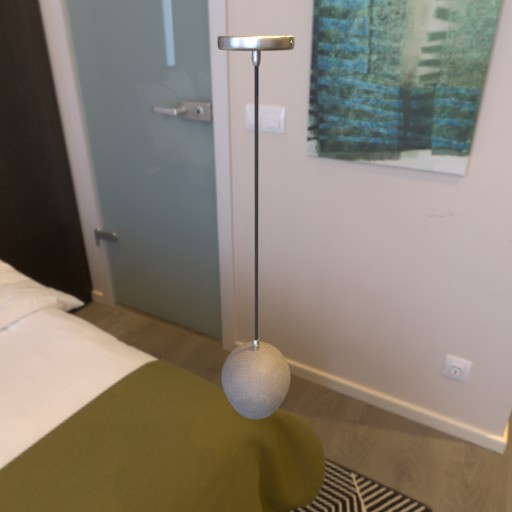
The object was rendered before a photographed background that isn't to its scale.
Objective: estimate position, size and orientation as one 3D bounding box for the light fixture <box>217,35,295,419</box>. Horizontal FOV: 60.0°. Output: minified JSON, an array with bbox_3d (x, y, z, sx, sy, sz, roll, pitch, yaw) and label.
[{"bbox_3d":[0.000,0.000,0.855,0.153,0.760,0.153,0,27,0],"label":"light fixture"}]
